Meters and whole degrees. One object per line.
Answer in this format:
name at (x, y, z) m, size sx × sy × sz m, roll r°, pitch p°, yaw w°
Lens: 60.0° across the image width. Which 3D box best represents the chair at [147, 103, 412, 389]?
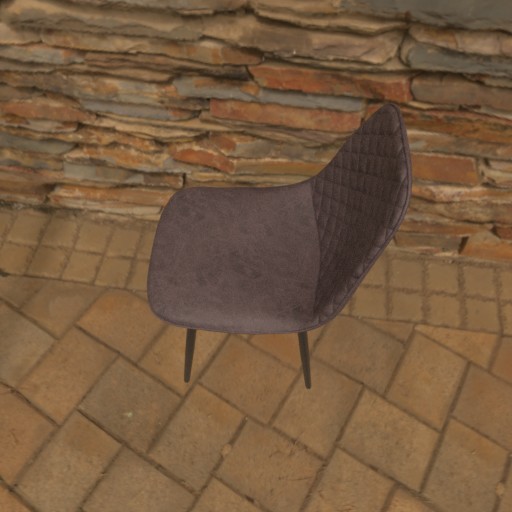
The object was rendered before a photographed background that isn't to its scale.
chair at (0.000, 0.000, 1.194) m, size 0.561 × 0.889 × 0.472 m, roll 3°, pitch 59°, yaw 1°
